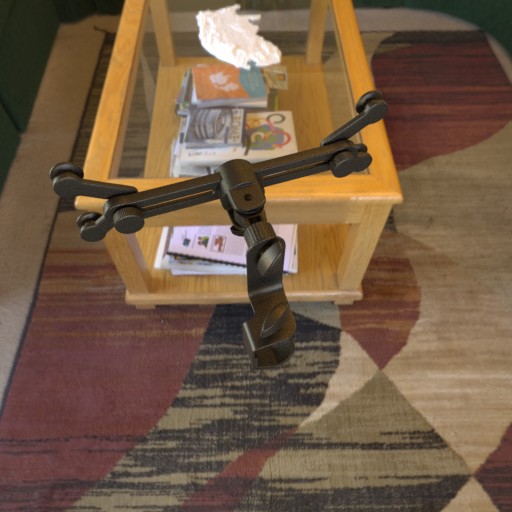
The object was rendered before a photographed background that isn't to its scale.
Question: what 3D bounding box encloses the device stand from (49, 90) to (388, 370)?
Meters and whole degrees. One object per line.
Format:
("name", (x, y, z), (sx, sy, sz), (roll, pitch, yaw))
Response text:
("device stand", (0.000, 0.000, 0.372), (0.270, 0.166, 0.142), (-16, 59, -10))
